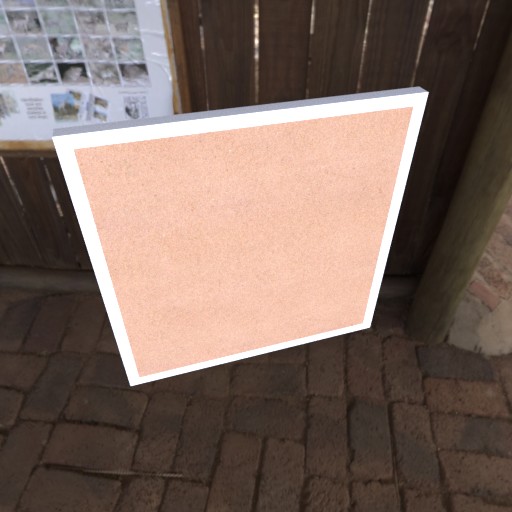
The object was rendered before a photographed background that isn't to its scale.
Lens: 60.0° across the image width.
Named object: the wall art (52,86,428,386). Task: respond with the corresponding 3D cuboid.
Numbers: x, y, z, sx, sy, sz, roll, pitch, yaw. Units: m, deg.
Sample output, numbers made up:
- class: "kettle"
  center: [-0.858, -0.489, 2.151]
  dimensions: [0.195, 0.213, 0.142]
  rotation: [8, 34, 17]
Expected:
- class: "wall art"
  center: [0.000, 0.000, 1.122]
  dimensions: [0.760, 0.760, 0.036]
  rotation: [-11, 41, -13]
